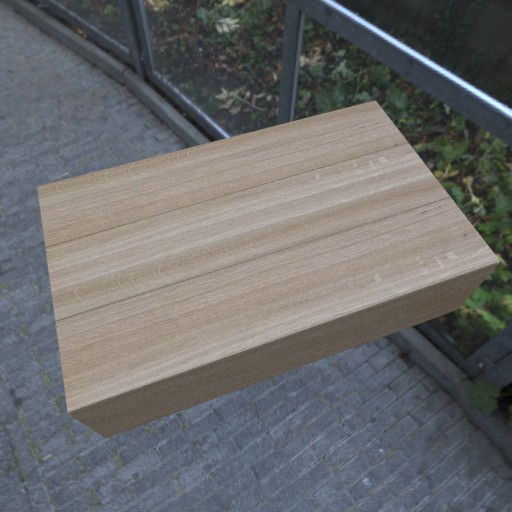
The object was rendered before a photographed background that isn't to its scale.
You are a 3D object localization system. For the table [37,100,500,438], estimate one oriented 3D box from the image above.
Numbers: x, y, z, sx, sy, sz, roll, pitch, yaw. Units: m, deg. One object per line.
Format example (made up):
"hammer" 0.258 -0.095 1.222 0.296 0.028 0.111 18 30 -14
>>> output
"table" 0.000 0.000 1.370 1.110 0.353 0.678 -17 59 -11
